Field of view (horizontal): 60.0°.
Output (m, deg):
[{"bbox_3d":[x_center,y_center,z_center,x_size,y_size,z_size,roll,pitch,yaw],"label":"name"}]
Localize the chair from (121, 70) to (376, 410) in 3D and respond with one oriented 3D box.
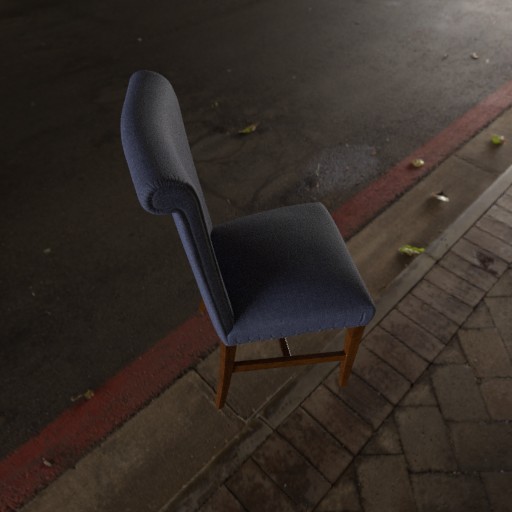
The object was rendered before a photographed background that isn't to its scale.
[{"bbox_3d":[0.000,0.000,1.355,0.608,0.988,0.513,-9,47,-9],"label":"chair"}]
